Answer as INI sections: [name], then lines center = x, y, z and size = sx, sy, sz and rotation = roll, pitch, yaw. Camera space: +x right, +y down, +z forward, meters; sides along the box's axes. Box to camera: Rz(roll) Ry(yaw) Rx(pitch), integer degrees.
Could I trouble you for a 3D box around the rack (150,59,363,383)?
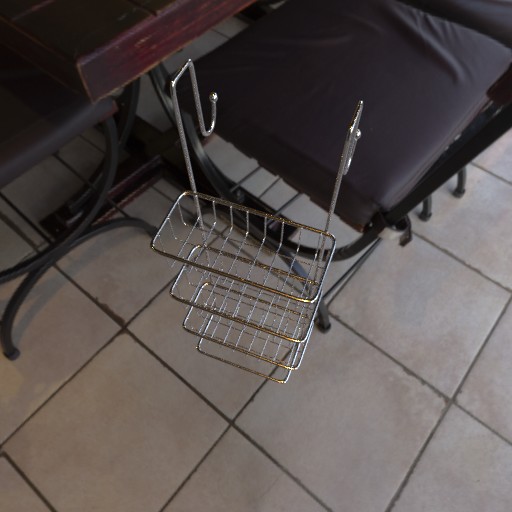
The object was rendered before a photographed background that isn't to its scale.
[rack]
center = 0.000, 0.000, 0.687
size = 0.228, 0.574, 0.202
rotation = 18, 60, 11
